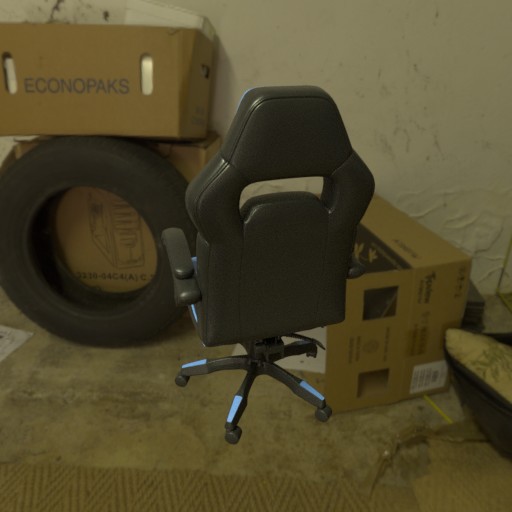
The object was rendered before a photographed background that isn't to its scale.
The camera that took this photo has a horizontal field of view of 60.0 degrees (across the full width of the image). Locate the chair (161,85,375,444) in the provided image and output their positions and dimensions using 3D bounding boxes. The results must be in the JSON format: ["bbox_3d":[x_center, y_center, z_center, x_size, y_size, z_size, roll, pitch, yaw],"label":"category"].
[{"bbox_3d":[0.000,0.000,1.715,0.700,1.280,0.700,-8,27,-15],"label":"chair"}]
